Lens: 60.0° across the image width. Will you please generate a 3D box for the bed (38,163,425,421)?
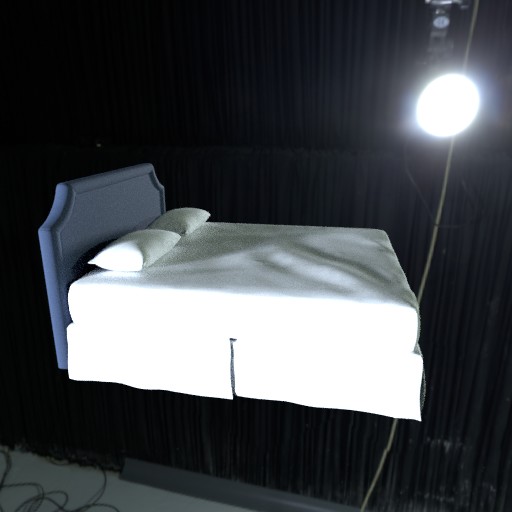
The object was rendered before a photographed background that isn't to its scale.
[{"bbox_3d":[0.000,0.000,4.079,2.773,1.488,2.350,3,18,10],"label":"bed"}]
